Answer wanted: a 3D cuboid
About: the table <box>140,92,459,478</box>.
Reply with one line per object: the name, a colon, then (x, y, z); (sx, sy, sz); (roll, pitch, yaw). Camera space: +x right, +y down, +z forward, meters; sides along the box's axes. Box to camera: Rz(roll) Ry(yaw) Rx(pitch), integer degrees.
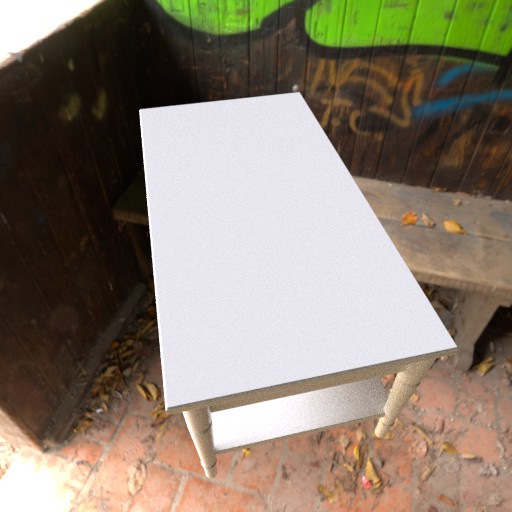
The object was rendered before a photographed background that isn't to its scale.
table: (0.000, 0.000, 1.329); (0.559, 0.457, 1.067); (-9, 47, -9)
